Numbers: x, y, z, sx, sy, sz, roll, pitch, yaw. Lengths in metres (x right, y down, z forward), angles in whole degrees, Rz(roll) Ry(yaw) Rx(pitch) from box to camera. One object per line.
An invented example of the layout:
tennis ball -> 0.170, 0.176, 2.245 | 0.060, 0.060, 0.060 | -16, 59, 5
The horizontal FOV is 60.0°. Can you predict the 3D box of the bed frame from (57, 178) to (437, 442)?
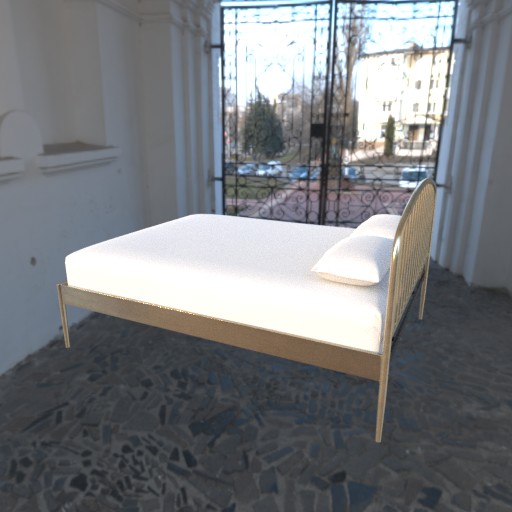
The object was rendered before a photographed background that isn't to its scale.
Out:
bed frame -> 0.000, 0.000, 3.118 | 2.152, 1.175, 1.612 | 8, 18, 25
